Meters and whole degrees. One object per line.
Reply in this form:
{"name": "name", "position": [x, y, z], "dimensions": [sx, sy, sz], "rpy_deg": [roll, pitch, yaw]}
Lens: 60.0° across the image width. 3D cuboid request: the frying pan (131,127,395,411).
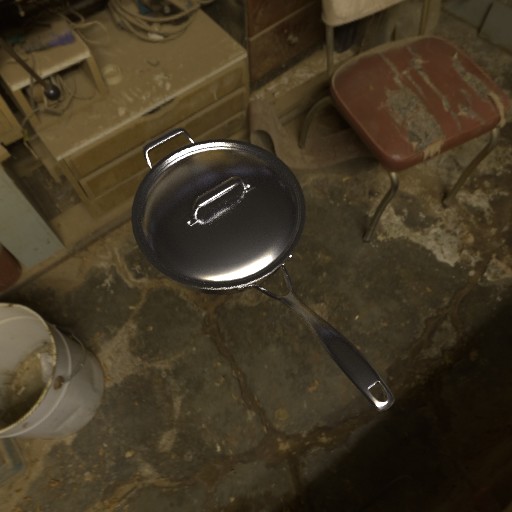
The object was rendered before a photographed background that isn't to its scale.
{"name": "frying pan", "position": [0.000, 0.000, 0.683], "dimensions": [0.280, 0.114, 0.561], "rpy_deg": [-33, 69, -15]}
